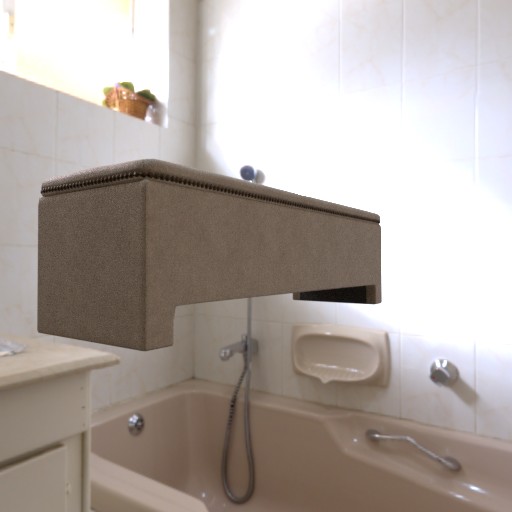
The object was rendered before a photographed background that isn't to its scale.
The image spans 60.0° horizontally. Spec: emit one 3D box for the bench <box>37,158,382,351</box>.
[{"bbox_3d":[0.000,0.000,1.702,0.470,0.447,1.482,-1,-1,36],"label":"bench"}]
